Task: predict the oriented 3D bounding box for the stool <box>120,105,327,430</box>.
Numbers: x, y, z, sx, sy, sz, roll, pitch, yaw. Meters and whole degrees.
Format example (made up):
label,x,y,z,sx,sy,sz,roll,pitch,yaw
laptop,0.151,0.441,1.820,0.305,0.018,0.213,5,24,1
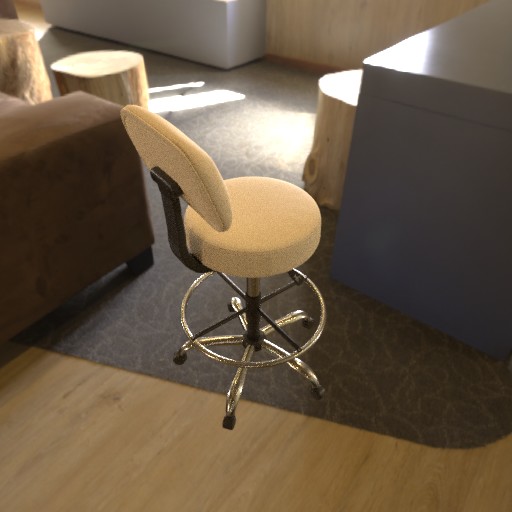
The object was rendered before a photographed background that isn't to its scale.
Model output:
label,x,y,z,sx,sy,sz,roll,pitch,yaw
stool,0.000,0.000,1.453,0.616,1.080,0.609,-26,46,-28
